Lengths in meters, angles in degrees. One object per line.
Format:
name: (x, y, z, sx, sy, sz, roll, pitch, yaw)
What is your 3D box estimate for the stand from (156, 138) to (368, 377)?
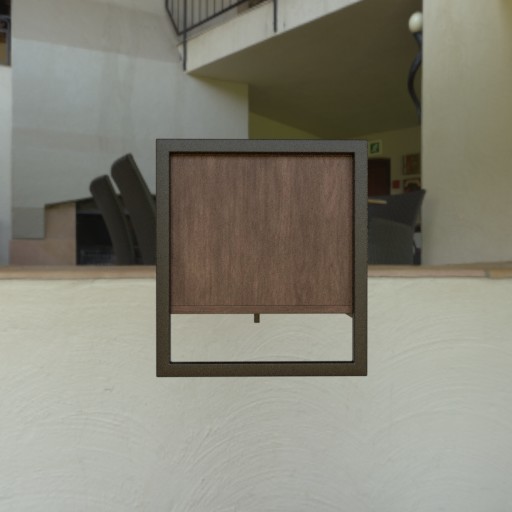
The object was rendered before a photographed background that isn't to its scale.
stand: (0.000, 0.000, 1.682, 0.454, 0.506, 1.480, 0, 0, -1)
